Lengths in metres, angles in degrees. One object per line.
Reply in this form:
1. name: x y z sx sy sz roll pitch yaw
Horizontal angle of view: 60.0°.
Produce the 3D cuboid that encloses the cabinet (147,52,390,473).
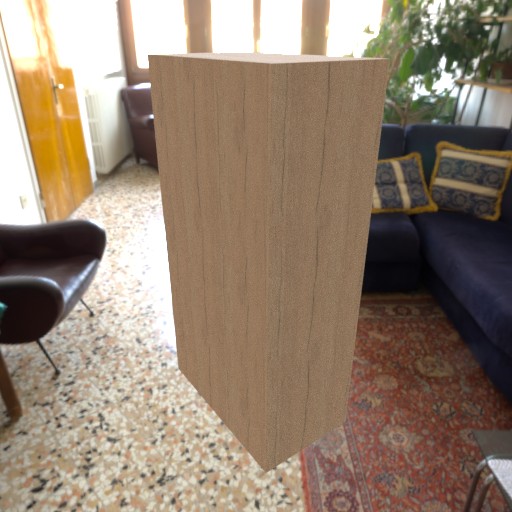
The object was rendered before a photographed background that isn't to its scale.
1. cabinet: 0.000 0.000 2.346 0.580 1.930 0.980 -18 32 -32
